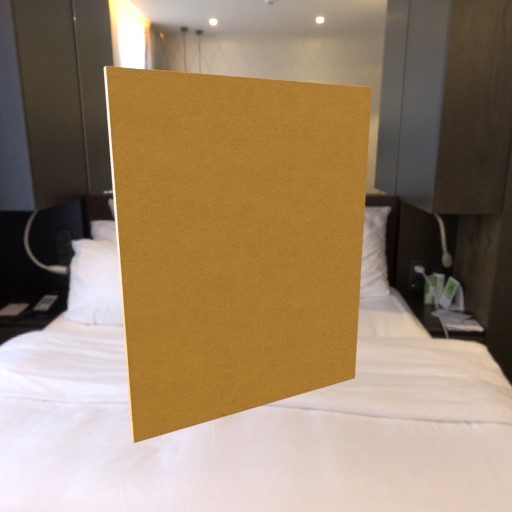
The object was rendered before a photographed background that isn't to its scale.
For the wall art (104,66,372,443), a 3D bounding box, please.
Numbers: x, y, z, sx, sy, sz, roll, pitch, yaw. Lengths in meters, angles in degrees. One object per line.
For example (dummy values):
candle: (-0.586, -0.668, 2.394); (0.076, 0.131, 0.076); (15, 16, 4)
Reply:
wall art: (0.000, 0.000, 1.335); (0.798, 1.002, 0.030); (-7, 15, -27)
